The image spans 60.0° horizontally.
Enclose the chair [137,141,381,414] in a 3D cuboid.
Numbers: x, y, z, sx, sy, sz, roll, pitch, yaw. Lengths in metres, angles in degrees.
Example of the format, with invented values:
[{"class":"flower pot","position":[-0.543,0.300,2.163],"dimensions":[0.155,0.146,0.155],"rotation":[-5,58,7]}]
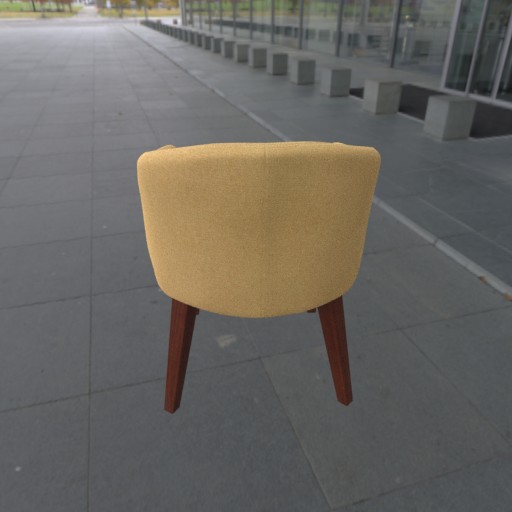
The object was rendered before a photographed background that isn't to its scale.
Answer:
[{"class":"chair","position":[0.000,0.000,1.273],"dimensions":[0.583,0.811,0.655],"rotation":[-1,29,-2]}]
